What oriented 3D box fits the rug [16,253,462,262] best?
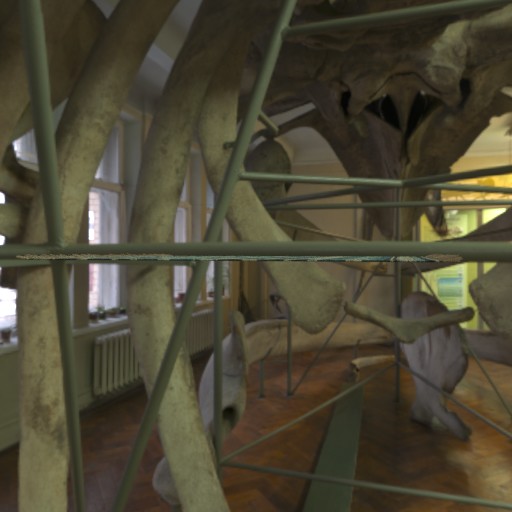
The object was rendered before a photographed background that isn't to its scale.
[{"bbox_3d":[0.000,0.000,4.178,3.307,0.047,2.418,0,1,18],"label":"rug"}]
